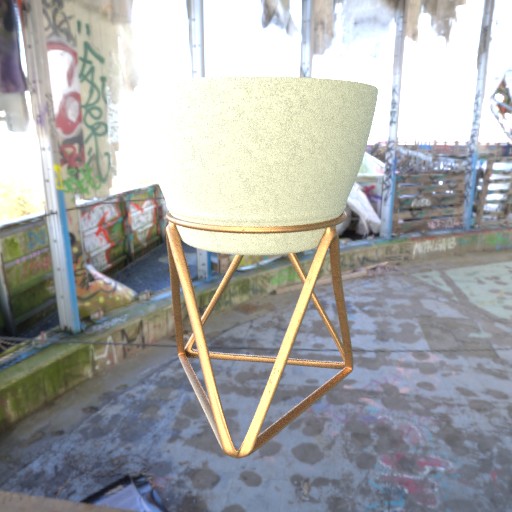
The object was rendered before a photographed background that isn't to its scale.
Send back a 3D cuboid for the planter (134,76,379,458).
[{"bbox_3d":[0.000,0.000,0.720,0.350,0.504,0.350,2,15,9],"label":"planter"}]
